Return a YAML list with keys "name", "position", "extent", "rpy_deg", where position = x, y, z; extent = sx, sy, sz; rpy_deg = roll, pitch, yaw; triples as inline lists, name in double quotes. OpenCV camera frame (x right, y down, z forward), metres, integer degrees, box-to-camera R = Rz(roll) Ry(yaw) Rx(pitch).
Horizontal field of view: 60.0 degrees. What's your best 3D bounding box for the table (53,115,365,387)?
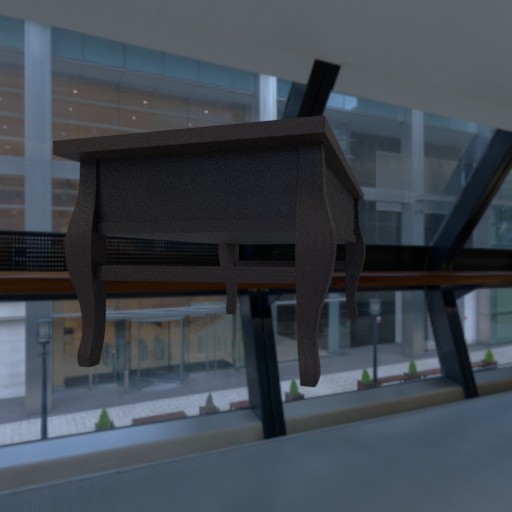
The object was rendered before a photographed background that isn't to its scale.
- name: "table"
  position: [0.000, 0.000, 1.370]
  extent: [0.600, 0.494, 1.062]
  rpy_deg: [0, 0, 17]
